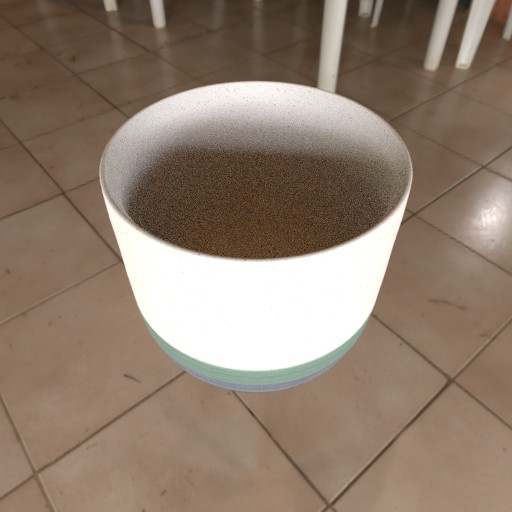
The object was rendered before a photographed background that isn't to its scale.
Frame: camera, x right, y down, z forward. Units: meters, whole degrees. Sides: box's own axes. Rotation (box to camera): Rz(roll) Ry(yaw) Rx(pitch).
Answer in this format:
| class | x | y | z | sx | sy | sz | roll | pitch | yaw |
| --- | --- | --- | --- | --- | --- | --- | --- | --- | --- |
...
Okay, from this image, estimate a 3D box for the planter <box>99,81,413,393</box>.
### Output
| class | x | y | z | sx | sy | sz | roll | pitch | yaw |
| --- | --- | --- | --- | --- | --- | --- | --- | --- | --- |
| planter | 0.000 | 0.000 | 0.484 | 0.268 | 0.270 | 0.268 | 0 | 47 | 0 |
